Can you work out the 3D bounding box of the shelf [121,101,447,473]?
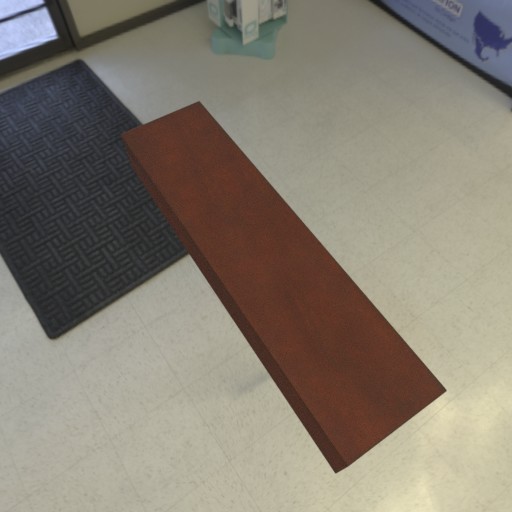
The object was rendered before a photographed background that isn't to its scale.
[{"bbox_3d":[0.000,0.000,0.677,0.152,0.088,0.607,-29,63,-16],"label":"shelf"}]
